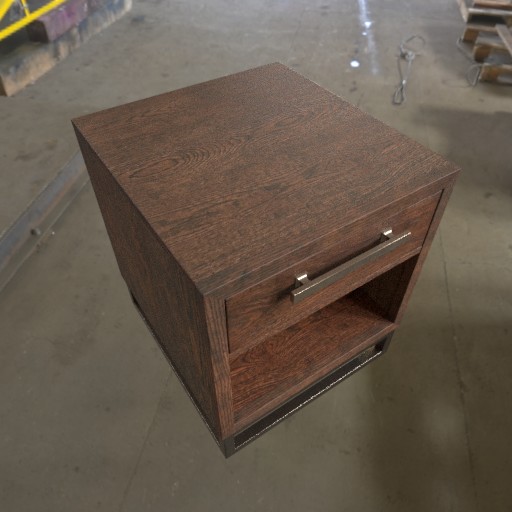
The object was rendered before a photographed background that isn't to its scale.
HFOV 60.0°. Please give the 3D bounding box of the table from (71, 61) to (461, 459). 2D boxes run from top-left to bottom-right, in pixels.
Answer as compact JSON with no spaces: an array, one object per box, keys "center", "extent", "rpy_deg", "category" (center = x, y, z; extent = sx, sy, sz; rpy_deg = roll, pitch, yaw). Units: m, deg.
[{"center":[0.000,0.000,1.018],"extent":[0.506,0.582,0.566],"rpy_deg":[-25,51,-23],"category":"table"}]
